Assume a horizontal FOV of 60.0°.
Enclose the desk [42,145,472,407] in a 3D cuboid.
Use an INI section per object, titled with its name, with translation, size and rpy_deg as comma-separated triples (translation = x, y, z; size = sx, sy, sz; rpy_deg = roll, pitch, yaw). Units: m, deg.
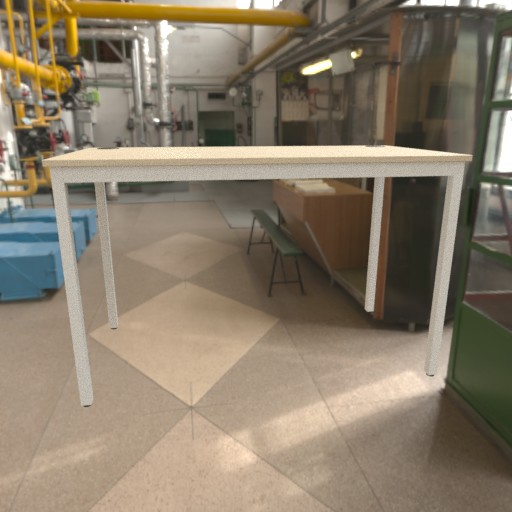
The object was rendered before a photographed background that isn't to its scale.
[desk]
translation = 0.000, 0.000, 1.611
size = 1.200, 0.750, 0.600
rpy_deg = -2, 17, -8
